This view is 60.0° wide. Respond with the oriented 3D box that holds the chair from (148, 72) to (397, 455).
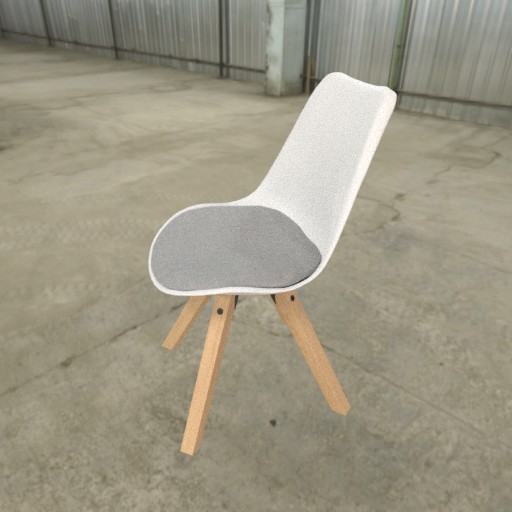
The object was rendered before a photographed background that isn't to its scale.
[{"bbox_3d":[0.000,0.000,1.162,0.550,0.850,0.485,-9,31,-15],"label":"chair"}]
